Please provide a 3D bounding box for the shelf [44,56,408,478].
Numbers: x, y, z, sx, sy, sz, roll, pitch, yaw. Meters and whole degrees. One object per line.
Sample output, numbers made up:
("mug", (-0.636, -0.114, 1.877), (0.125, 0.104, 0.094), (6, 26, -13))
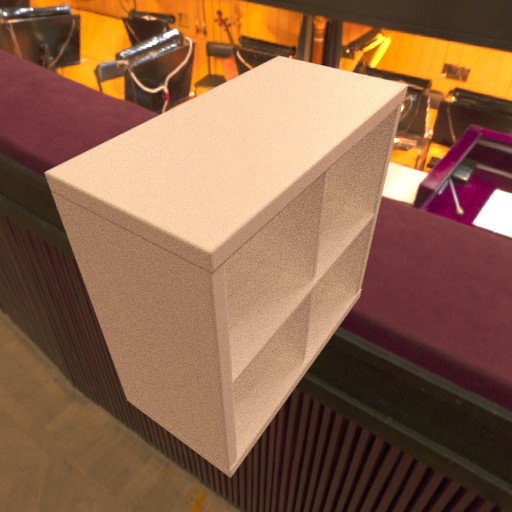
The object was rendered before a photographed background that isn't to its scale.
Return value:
("shelf", (0.000, 0.000, 1.228), (0.390, 0.786, 0.790), (25, 47, 25))
